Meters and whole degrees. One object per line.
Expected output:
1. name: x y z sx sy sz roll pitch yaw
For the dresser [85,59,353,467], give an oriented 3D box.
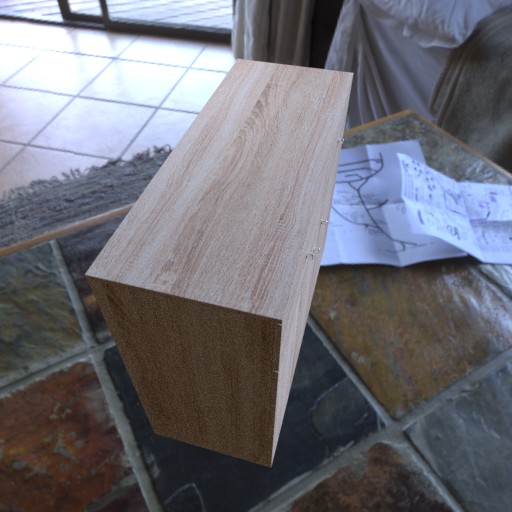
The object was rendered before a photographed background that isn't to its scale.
1. dresser: 0.000 0.000 1.591 0.450 0.900 1.100 12 48 11
